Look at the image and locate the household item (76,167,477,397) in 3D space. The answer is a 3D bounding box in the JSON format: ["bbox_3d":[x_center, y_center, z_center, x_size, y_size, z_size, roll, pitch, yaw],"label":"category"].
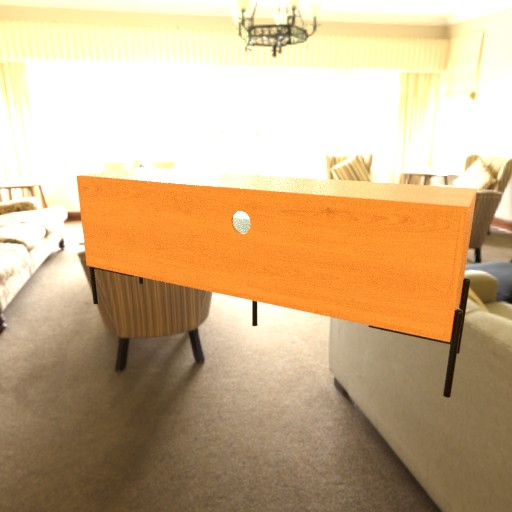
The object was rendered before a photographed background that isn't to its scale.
[{"bbox_3d":[0.000,0.000,1.779,1.550,0.600,0.400,9,19,27],"label":"household item"}]
